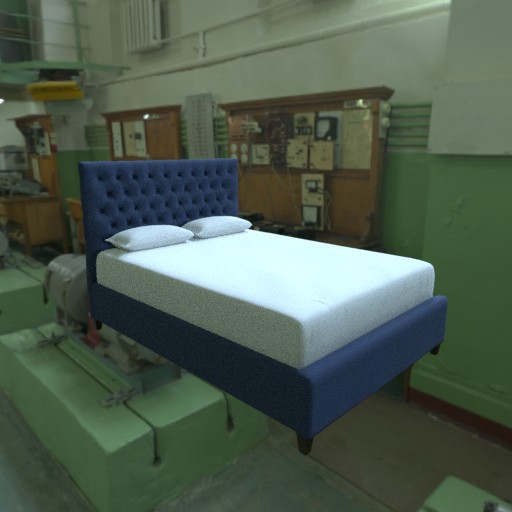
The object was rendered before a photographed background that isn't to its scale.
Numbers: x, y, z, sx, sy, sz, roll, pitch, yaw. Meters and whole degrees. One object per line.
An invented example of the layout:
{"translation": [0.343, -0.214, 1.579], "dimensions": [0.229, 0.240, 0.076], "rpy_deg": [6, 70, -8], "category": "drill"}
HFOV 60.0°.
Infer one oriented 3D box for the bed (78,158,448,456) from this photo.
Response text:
{"translation": [0.000, 0.000, 3.460], "dimensions": [2.387, 1.427, 1.706], "rpy_deg": [13, 19, 43], "category": "bed"}
